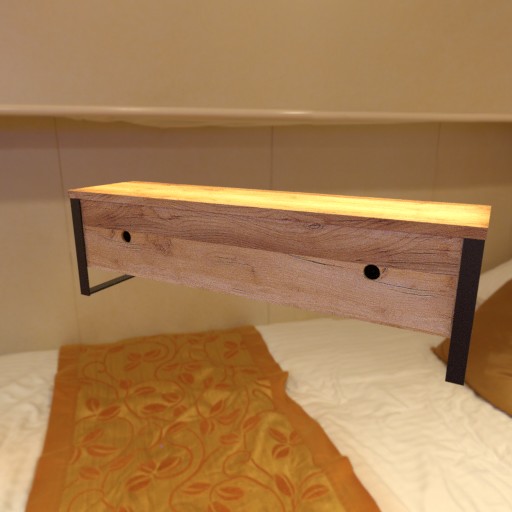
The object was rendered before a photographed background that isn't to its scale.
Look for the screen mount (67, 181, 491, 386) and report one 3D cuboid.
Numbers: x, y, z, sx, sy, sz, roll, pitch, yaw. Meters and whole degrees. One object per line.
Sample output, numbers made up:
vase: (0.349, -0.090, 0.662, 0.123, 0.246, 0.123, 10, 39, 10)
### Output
screen mount: (0.000, 0.000, 1.680, 1.524, 0.450, 0.395, 8, 18, 27)
